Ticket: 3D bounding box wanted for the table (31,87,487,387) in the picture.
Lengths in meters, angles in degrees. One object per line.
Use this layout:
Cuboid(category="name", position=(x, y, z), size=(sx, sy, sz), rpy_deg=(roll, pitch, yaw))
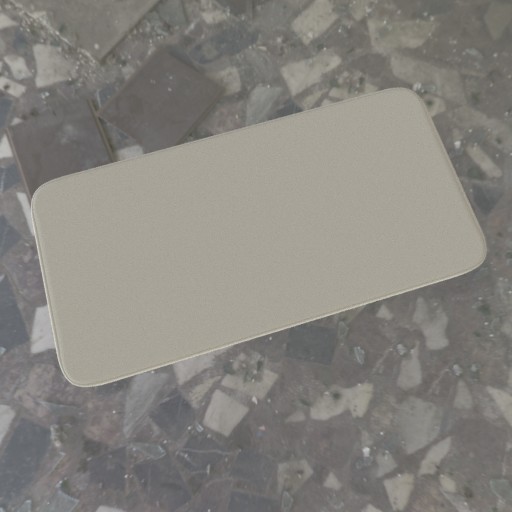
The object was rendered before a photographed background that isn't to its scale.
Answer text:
Cuboid(category="table", position=(0.000, 0.000, 1.619), size=(1.219, 0.737, 0.610), rpy_deg=(-16, 76, -4))
